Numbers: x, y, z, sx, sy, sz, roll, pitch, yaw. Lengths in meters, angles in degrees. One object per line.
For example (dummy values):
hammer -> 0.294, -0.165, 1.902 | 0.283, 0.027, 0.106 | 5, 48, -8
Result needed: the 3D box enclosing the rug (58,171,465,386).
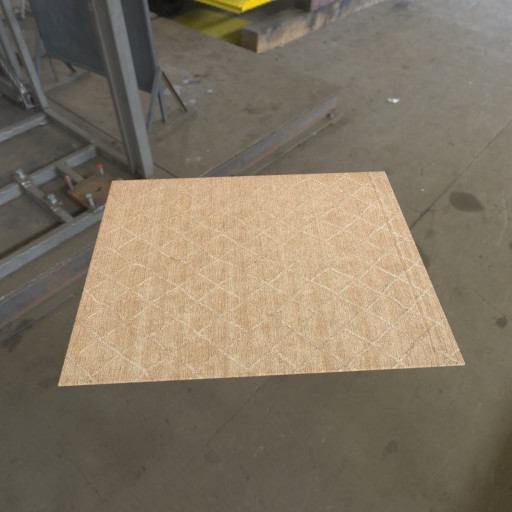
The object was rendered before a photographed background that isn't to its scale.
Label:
rug -> 0.000, 0.000, 4.119 | 3.039, 0.019, 2.420 | -2, 47, -2
